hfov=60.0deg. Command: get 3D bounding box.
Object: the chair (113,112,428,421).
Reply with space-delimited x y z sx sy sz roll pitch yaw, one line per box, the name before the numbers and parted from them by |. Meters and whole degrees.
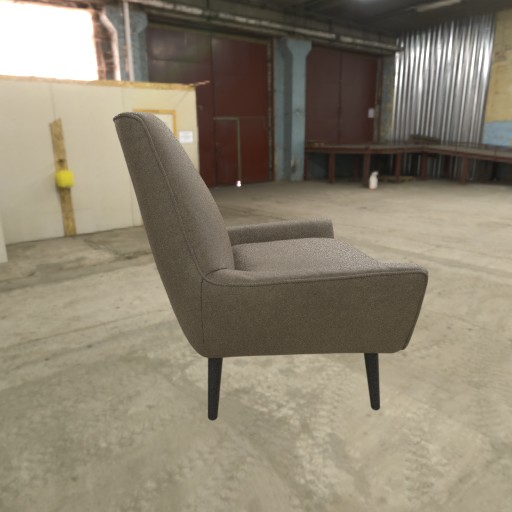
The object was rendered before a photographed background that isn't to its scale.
chair | 0.000 0.000 1.464 0.824 0.888 0.787 -3 15 -10
